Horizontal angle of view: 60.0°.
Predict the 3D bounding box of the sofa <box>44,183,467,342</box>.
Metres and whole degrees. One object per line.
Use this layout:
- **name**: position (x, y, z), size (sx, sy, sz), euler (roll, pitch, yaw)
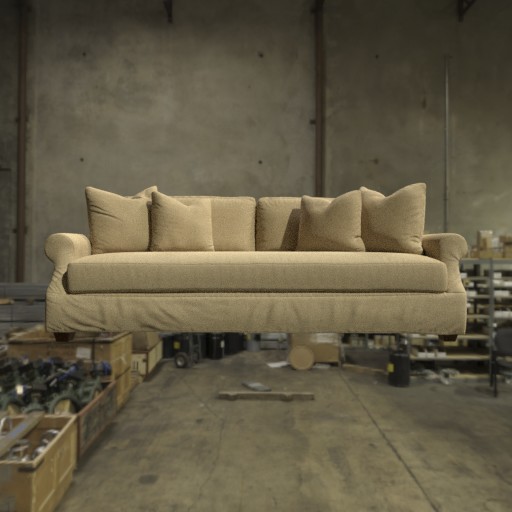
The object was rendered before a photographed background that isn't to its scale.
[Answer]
- **sofa**: position (0.000, 0.000, 2.770), size (2.285, 0.904, 1.067), euler (0, -1, 0)
